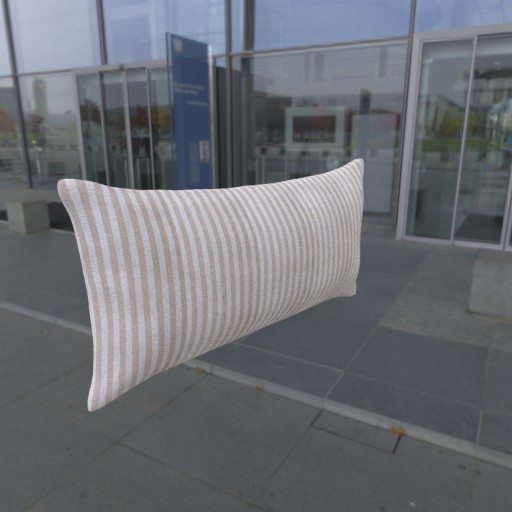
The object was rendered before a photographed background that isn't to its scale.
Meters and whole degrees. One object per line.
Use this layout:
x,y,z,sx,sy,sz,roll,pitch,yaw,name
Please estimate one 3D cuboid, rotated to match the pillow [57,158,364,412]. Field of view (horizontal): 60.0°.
0.000,0.000,0.734,0.151,0.295,0.617,15,21,43,pillow
